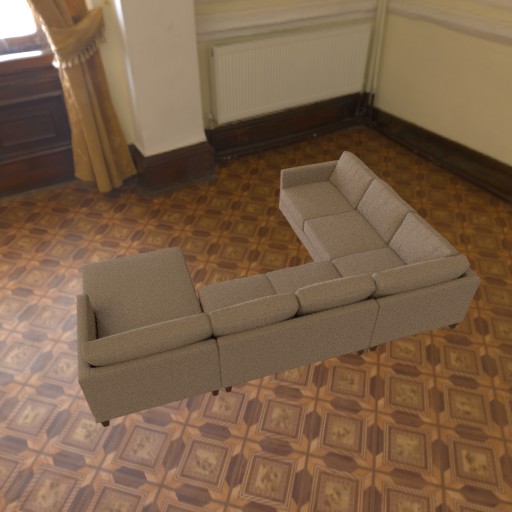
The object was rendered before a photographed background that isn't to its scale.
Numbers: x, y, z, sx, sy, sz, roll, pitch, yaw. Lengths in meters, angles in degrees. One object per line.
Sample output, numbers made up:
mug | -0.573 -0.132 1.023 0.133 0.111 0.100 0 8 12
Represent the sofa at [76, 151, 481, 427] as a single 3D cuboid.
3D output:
sofa | 0.000 0.000 4.553 3.438 0.865 2.424 -12 41 -14
